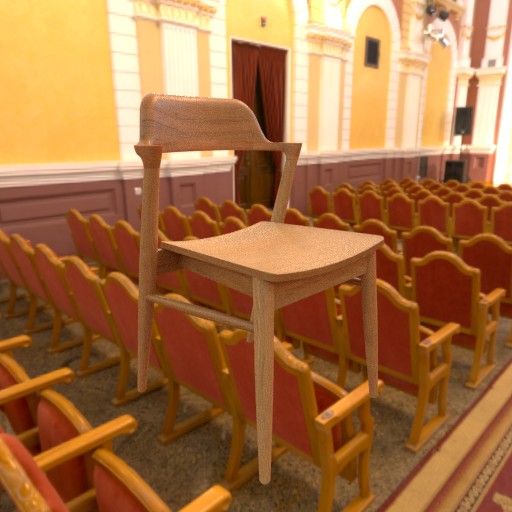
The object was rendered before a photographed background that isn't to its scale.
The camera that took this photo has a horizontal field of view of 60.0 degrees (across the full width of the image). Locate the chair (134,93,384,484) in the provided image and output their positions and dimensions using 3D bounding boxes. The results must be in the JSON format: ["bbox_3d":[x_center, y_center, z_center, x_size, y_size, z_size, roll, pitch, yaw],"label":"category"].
[{"bbox_3d":[0.000,0.000,1.124,0.499,0.792,0.512,14,21,42],"label":"chair"}]
